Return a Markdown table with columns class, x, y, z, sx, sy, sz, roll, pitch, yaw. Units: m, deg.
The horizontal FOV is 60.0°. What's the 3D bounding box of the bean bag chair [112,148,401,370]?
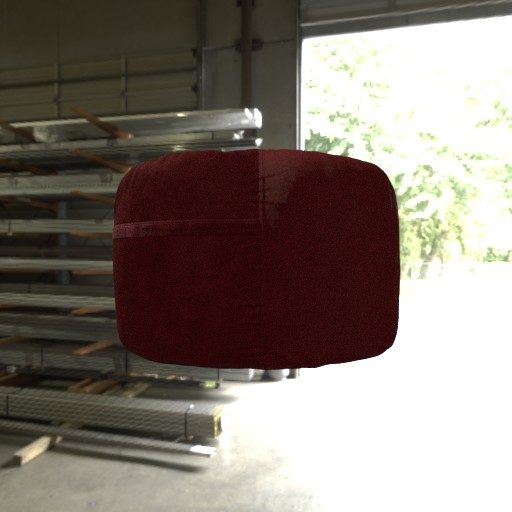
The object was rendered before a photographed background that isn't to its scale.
| class | x | y | z | sx | sy | sz | roll | pitch | yaw |
| --- | --- | --- | --- | --- | --- | --- | --- | --- | --- |
| bean bag chair | 0.000 | 0.000 | 1.970 | 1.219 | 0.762 | 1.219 | 0 | 0 | 0 |
